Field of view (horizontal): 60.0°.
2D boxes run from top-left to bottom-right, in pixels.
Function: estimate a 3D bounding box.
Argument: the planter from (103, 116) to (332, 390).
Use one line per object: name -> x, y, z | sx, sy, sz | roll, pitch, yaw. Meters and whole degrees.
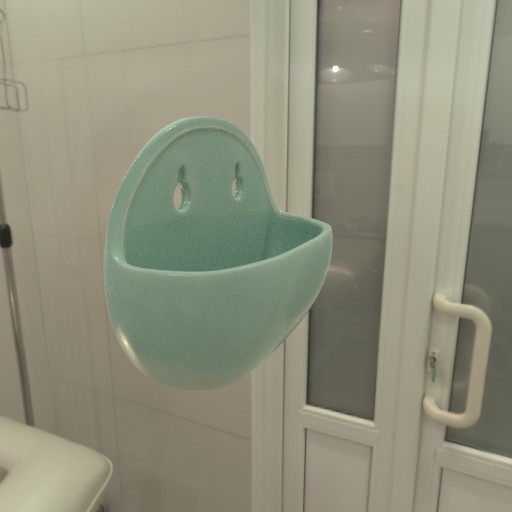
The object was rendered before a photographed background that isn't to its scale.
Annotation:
planter -> 0.000, 0.000, 0.269 | 0.073, 0.164, 0.189 | 7, 15, 25
